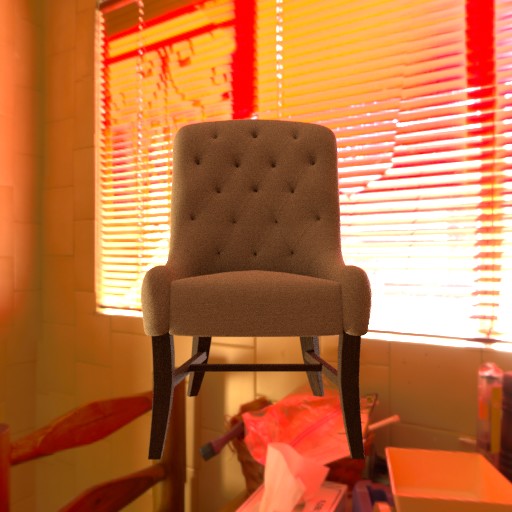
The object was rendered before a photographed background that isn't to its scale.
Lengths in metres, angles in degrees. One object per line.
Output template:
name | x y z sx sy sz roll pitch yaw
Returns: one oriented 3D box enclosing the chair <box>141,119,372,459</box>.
chair | 0.000 0.000 1.495 0.634 1.091 0.629 0 -1 0
